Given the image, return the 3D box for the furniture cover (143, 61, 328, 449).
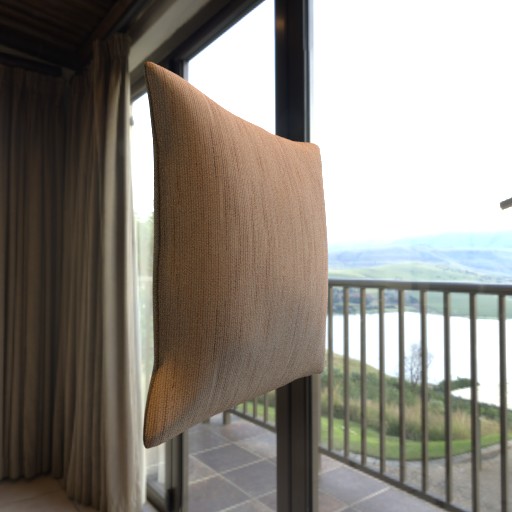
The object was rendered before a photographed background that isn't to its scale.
[{"bbox_3d":[0.000,0.000,0.783,0.178,0.506,0.512,-1,-2,35],"label":"furniture cover"}]
